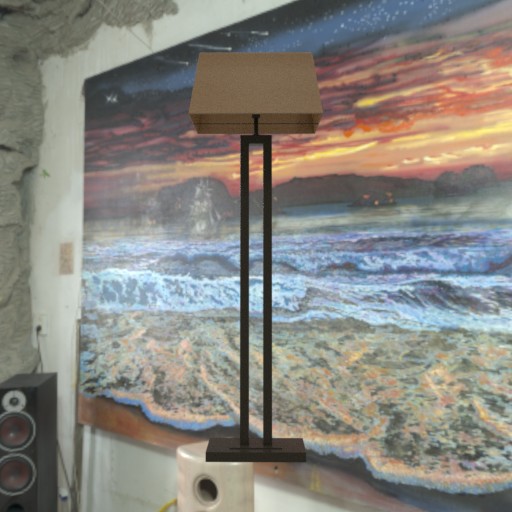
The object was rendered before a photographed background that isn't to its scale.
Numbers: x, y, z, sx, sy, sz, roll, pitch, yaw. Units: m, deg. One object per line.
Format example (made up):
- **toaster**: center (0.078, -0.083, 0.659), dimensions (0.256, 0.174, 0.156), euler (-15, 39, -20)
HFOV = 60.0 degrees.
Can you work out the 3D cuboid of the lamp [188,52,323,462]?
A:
- **lamp**: center (0.000, 0.000, 1.662), dimensions (0.475, 1.469, 0.233), euler (0, -2, 0)
